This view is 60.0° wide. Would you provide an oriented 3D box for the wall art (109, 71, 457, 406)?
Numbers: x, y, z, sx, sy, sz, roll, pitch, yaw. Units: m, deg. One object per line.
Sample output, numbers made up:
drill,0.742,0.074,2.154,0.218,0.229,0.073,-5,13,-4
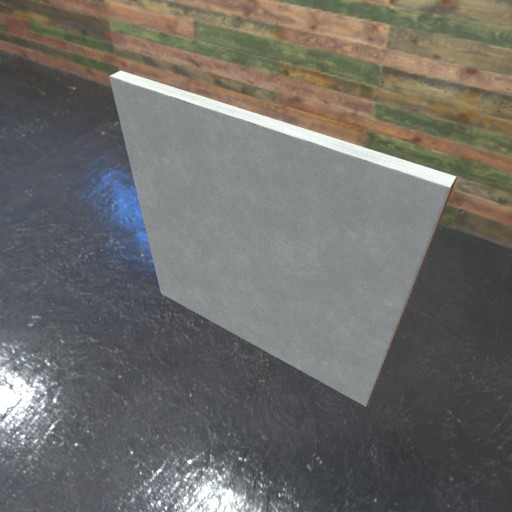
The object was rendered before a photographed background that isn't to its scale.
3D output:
wall art,0.000,0.000,0.450,0.303,0.303,0.015,25,51,22
